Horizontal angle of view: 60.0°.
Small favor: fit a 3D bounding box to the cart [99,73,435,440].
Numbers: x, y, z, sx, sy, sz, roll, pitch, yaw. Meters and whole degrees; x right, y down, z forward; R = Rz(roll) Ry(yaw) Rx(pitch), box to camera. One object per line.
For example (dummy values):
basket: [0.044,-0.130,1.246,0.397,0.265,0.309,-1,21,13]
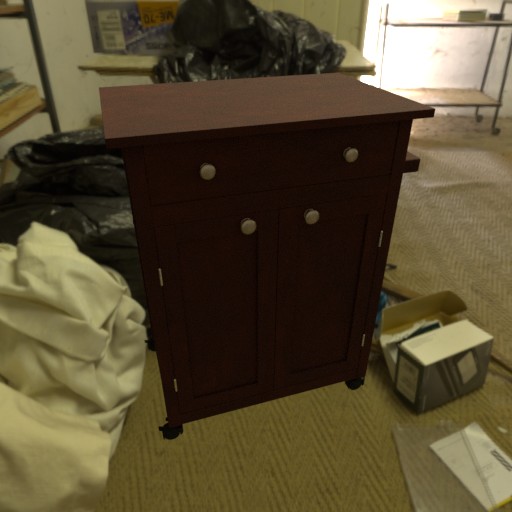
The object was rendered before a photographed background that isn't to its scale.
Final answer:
cart: [0.000,0.000,1.249,0.683,0.864,0.442,-10,33,-15]
